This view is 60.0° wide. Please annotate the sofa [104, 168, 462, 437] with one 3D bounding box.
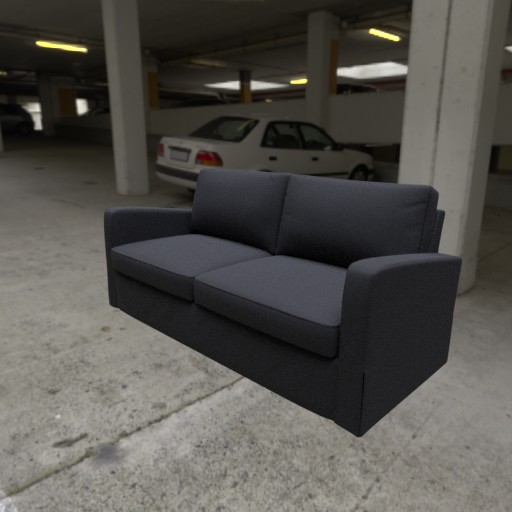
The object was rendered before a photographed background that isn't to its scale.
[{"bbox_3d":[0.000,0.000,2.377,1.852,0.839,0.898,14,21,43],"label":"sofa"}]
